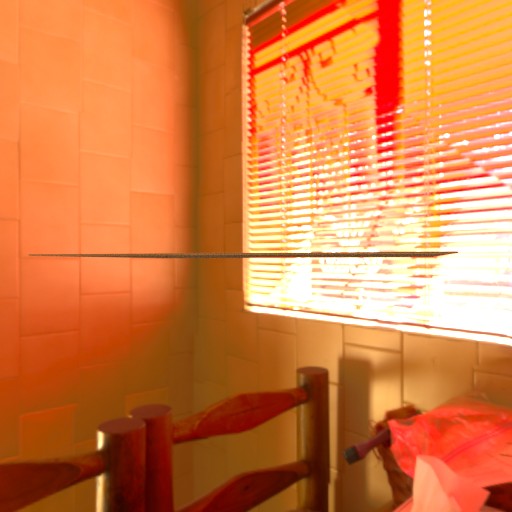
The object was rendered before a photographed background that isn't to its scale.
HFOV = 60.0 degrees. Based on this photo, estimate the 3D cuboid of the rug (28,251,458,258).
[{"bbox_3d":[0.000,0.000,2.351,1.828,0.007,1.220,0,-1,18],"label":"rug"}]
